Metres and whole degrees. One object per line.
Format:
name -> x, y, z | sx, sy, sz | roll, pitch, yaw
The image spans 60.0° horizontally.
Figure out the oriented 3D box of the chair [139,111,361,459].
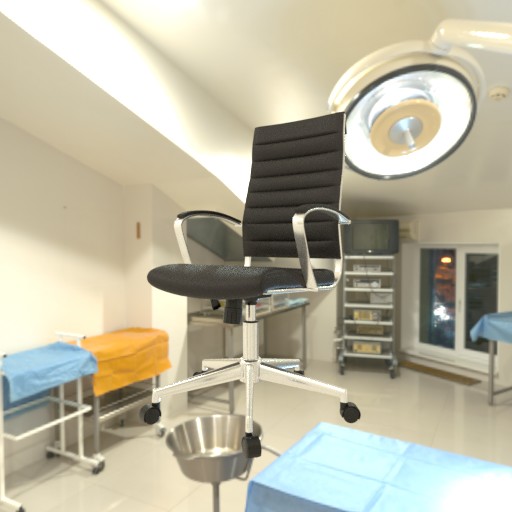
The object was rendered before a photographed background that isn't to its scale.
chair -> 0.000, 0.000, 1.667 | 0.766, 1.149, 0.739 | 1, 2, 35
